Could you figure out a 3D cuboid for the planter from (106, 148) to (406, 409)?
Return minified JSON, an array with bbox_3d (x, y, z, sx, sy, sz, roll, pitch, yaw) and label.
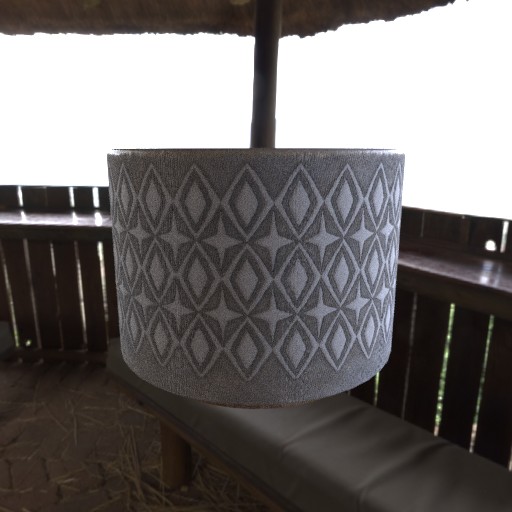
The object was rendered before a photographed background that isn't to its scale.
[{"bbox_3d":[0.000,0.000,0.270,0.164,0.127,0.164,0,13,0],"label":"planter"}]
